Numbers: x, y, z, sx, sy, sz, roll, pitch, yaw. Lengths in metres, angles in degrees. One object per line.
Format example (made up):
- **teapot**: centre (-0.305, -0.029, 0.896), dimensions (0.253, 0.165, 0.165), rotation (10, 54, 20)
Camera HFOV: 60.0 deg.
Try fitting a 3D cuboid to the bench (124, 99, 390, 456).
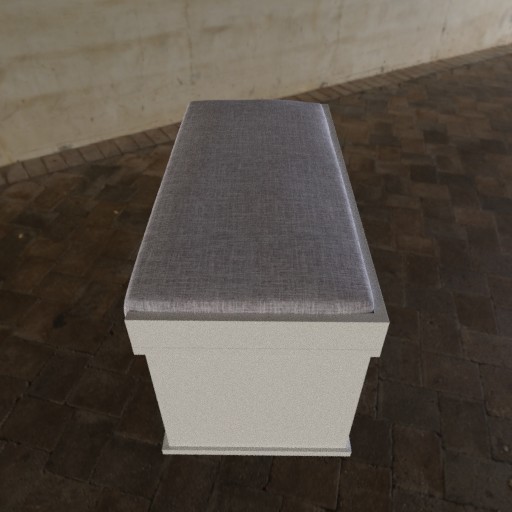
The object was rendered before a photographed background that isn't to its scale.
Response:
- **bench**: centre (0.000, 0.000, 0.995), dimensions (0.362, 0.461, 0.734), rotation (0, 41, 1)
